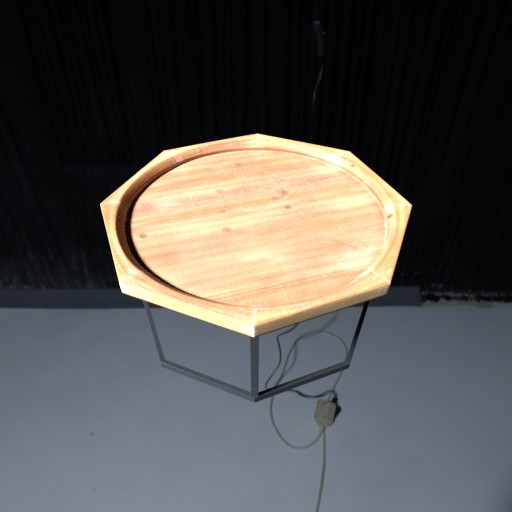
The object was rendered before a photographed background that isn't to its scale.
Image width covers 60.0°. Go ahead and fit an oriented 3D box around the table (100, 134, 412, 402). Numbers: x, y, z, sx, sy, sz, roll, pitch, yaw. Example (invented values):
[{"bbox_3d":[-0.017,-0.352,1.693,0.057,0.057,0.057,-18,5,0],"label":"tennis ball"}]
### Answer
[{"bbox_3d":[0.000,0.000,1.568,1.002,0.444,1.002,0,41,0],"label":"table"}]
